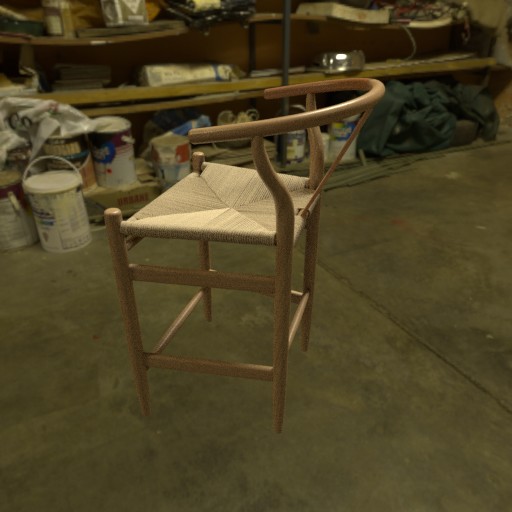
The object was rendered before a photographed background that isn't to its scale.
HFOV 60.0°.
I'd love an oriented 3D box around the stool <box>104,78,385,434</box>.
[{"bbox_3d":[0.000,0.000,1.238,0.575,0.923,0.536,9,30,15],"label":"stool"}]
